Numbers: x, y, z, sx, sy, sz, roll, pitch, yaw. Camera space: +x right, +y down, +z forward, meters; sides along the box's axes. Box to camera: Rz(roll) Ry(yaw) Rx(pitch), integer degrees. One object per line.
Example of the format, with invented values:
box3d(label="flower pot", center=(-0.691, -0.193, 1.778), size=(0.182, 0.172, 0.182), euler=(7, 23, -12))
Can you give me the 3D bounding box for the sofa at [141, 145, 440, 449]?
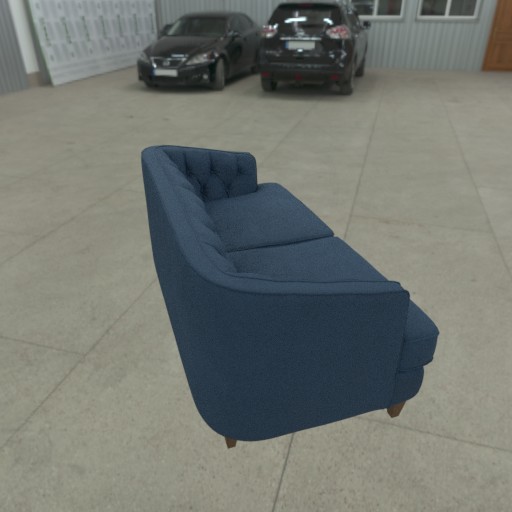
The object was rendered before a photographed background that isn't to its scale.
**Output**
box3d(label="sofa", center=(0.000, 0.000, 2.254), size=(0.941, 0.854, 1.733), euler=(-10, 31, -16))
